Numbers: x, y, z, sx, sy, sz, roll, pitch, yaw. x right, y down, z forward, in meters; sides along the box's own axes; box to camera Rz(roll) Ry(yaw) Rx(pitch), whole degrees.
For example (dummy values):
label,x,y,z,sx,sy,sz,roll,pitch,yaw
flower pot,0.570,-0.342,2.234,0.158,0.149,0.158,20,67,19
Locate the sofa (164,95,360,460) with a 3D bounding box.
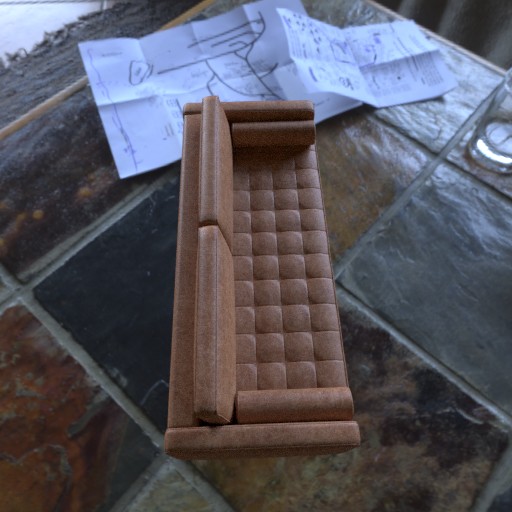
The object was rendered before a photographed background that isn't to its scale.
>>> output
label,x,y,z,sx,sy,sz,roll,pitch,yaw
sofa,0.000,0.000,2.665,0.919,0.770,2.200,-2,62,-1
